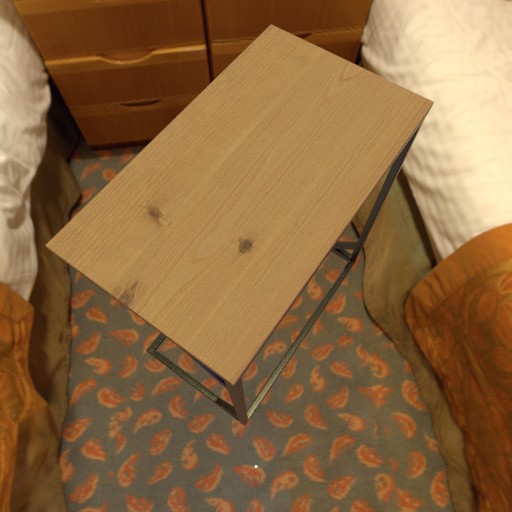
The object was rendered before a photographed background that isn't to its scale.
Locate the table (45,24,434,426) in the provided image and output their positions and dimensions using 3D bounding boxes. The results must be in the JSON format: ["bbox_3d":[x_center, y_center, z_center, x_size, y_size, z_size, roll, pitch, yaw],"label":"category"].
[{"bbox_3d":[0.000,0.000,1.027,0.351,0.673,0.597,33,69,14],"label":"table"}]
